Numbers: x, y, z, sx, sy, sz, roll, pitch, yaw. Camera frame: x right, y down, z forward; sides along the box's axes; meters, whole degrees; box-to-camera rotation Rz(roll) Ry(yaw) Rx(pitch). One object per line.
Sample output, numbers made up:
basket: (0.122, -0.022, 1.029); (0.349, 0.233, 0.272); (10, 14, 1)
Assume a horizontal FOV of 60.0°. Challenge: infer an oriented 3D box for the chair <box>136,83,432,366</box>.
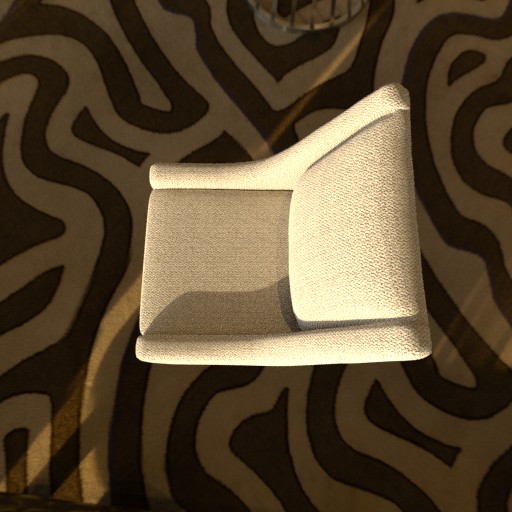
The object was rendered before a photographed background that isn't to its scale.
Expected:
chair: (0.000, 0.000, 1.623); (0.870, 1.014, 0.774); (1, 75, 0)
